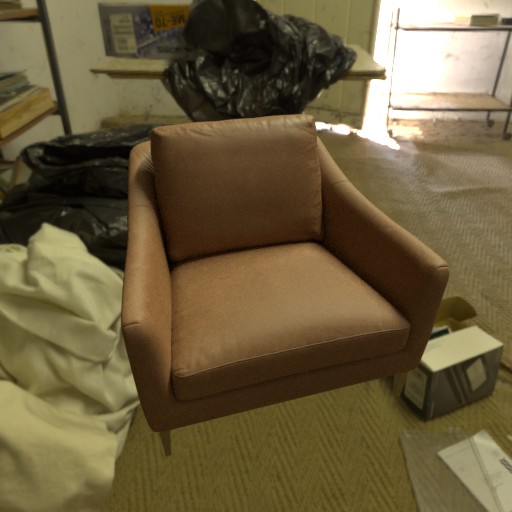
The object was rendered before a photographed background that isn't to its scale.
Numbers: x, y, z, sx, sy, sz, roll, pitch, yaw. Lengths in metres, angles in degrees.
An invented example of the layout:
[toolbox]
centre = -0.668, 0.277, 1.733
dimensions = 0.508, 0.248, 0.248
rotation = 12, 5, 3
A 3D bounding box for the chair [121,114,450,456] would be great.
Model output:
[chair]
centre = 0.000, 0.000, 1.685
dimensions = 0.988, 0.895, 0.963
rotation = -9, 33, -14
